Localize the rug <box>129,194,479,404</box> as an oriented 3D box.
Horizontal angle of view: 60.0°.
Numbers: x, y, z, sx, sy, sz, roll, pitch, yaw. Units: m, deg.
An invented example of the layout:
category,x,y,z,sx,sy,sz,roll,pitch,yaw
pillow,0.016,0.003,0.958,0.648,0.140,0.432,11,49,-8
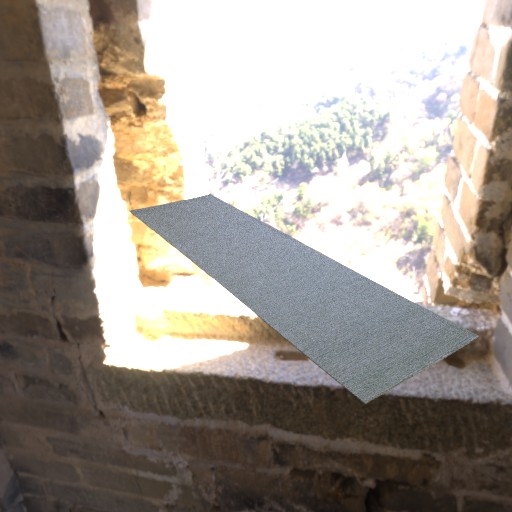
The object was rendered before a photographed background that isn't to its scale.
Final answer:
category,x,y,z,sx,sy,sz,roll,pitch,yaw
rug,0.000,0.000,2.553,0.686,0.013,2.340,-16,30,-30
